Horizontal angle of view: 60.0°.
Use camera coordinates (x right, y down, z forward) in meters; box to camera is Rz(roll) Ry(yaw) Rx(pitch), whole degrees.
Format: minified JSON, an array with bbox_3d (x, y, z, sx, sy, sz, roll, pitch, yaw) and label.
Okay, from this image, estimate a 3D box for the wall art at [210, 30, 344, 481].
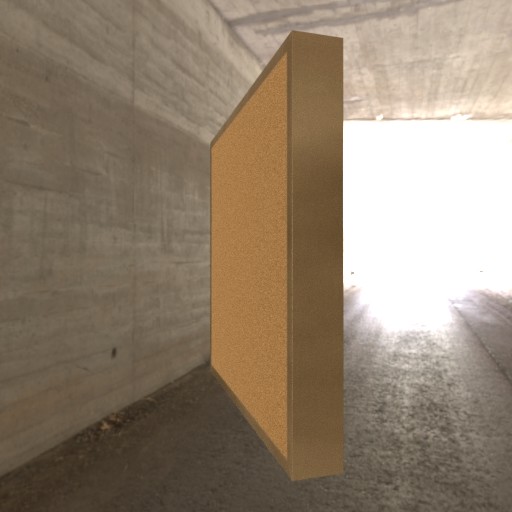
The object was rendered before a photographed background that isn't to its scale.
[{"bbox_3d":[0.000,0.000,0.449,0.038,0.303,0.305,0,0,-16],"label":"wall art"}]
